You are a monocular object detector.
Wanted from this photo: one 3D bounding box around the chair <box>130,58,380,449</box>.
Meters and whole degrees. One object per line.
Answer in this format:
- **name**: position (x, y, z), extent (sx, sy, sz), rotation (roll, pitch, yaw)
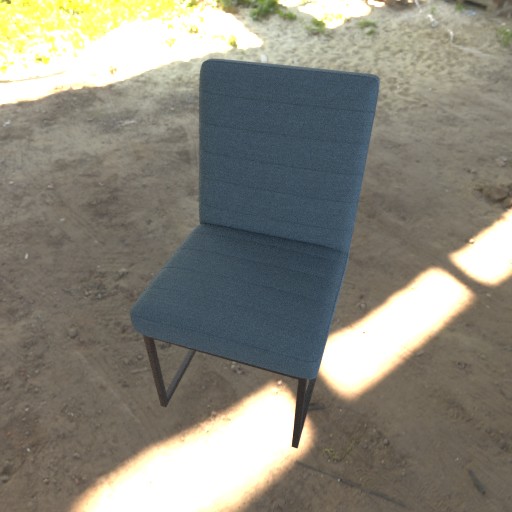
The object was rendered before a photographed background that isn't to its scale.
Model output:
- **chair**: position (0.000, 0.000, 1.318), extent (0.520, 0.930, 0.634), rotation (12, 41, 14)
